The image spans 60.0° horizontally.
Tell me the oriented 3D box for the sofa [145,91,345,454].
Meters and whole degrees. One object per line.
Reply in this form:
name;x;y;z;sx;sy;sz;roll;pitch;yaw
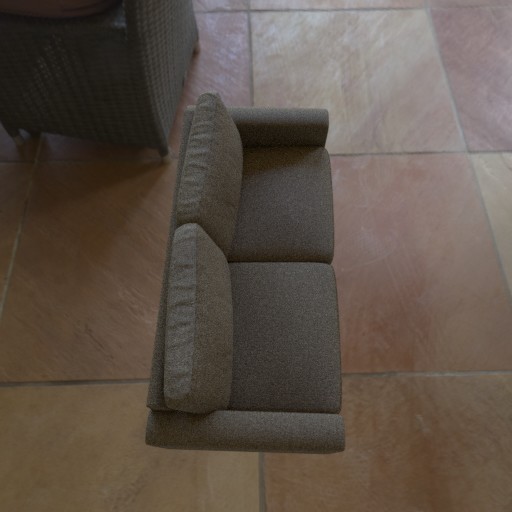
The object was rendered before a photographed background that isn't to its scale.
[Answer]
sofa;0.000;0.000;2.715;1.016;0.873;2.179;2;65;1
